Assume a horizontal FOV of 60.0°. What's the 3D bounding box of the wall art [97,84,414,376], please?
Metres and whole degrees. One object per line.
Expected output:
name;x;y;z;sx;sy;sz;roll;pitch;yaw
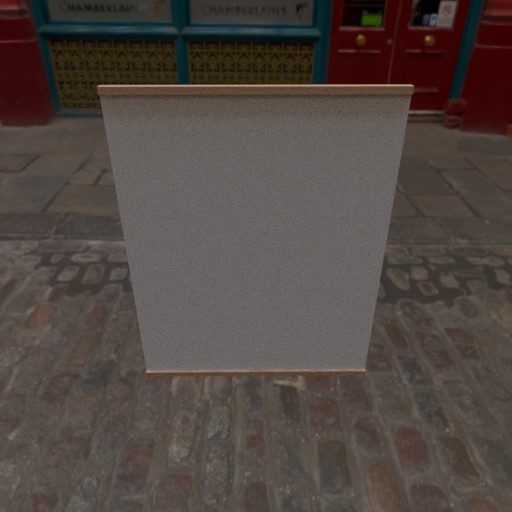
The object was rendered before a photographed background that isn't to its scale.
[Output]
wall art;0.000;0.000;0.699;0.405;0.508;0.012;0;30;0
